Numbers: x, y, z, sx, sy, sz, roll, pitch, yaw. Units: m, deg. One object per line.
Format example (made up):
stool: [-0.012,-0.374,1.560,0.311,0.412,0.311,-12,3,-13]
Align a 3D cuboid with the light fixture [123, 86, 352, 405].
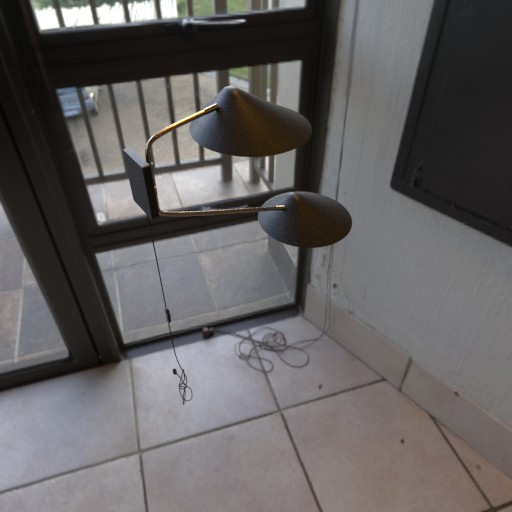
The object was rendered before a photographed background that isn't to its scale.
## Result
light fixture: [0.000,0.000,0.852,0.422,0.665,0.189,-26,47,-26]
